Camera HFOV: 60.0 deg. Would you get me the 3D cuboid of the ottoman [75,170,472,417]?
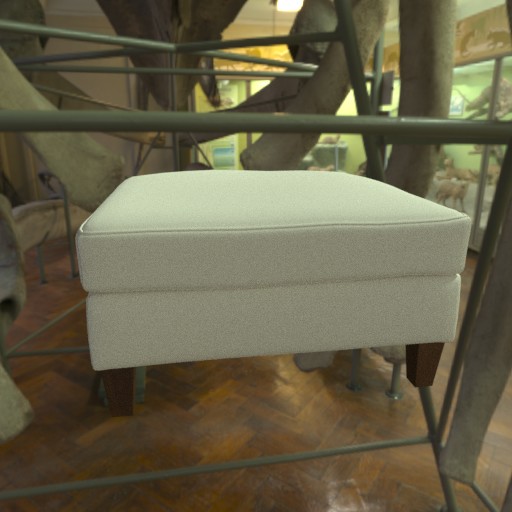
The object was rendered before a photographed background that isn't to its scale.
[{"bbox_3d":[0.000,0.000,1.329,0.838,0.479,0.838,-3,17,-9],"label":"ottoman"}]
